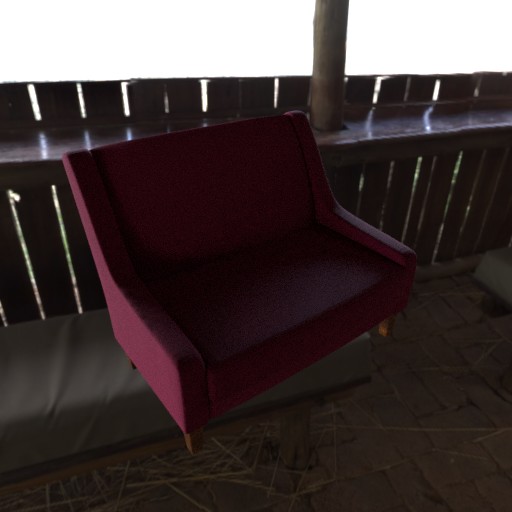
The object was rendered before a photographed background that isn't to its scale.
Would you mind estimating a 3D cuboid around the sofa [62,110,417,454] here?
[{"bbox_3d":[0.000,0.000,1.982,1.242,0.976,0.946,-21,36,-31],"label":"sofa"}]
